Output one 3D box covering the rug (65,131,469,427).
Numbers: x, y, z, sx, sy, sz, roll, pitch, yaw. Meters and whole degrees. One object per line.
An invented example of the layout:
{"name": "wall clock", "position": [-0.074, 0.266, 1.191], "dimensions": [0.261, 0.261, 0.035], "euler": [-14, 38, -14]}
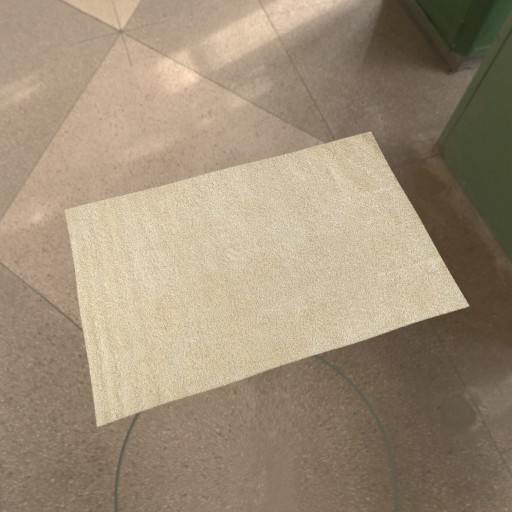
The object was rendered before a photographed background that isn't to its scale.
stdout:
{"name": "rug", "position": [0.000, 0.000, 2.962], "dimensions": [2.346, 0.025, 1.500], "euler": [-16, 65, -8]}
